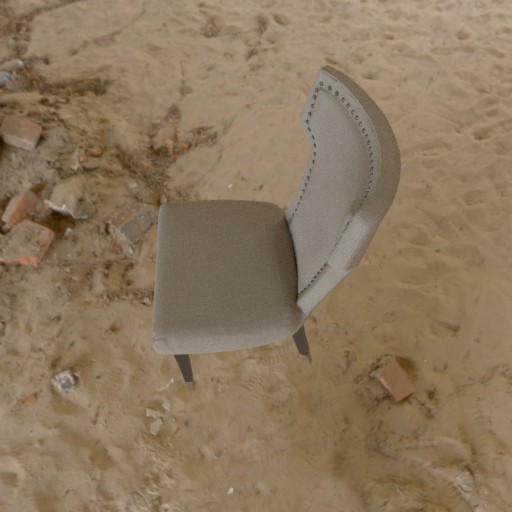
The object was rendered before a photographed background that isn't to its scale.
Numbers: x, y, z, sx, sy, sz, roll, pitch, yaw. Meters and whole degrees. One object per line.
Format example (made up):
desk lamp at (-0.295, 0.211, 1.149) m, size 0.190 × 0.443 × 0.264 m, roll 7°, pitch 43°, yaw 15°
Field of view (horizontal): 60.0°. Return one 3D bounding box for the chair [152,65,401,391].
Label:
chair at (0.000, 0.000, 1.361) m, size 0.630 × 0.955 × 0.526 m, roll -4°, pitch 57°, yaw -2°
